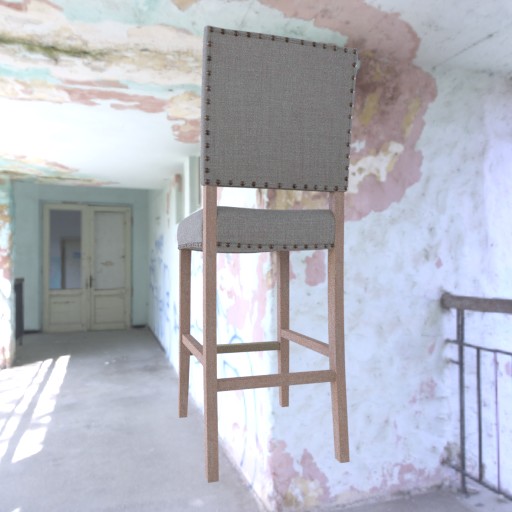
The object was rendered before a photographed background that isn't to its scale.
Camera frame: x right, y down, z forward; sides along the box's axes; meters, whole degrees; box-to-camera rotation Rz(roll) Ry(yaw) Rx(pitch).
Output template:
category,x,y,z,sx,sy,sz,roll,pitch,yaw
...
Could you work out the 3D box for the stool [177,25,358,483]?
category,x,y,z,sx,sy,sz,roll,pitch,yaw
stool,0.000,0.000,1.438,0.445,1.173,0.585,0,-1,-17
